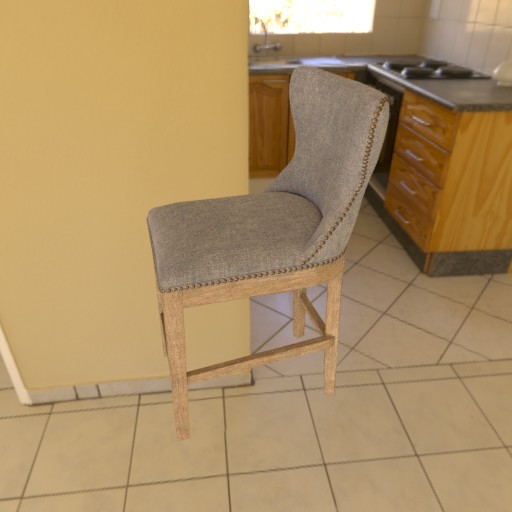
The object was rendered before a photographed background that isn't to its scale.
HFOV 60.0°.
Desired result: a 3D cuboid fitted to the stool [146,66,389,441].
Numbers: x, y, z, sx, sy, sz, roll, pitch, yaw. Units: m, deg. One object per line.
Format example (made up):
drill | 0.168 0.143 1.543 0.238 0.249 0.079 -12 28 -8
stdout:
stool | 0.000 0.000 1.322 0.608 0.981 0.498 -9 32 -14
